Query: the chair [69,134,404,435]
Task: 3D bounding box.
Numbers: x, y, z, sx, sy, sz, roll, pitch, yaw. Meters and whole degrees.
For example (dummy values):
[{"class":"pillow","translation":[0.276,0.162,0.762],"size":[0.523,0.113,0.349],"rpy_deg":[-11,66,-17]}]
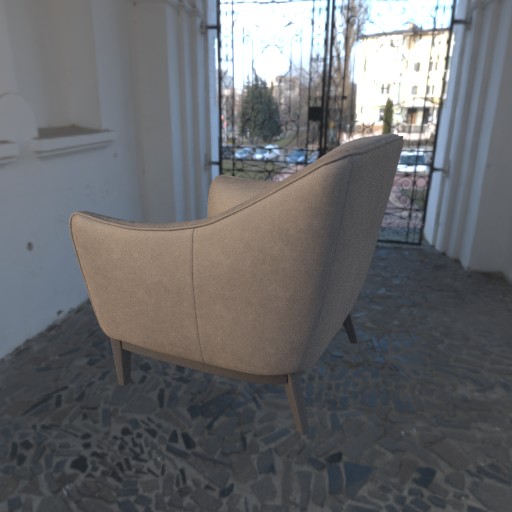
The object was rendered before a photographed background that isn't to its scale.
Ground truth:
[{"class":"chair","translation":[0.000,0.000,1.554],"size":[0.852,0.830,0.871],"rpy_deg":[9,21,25]}]
